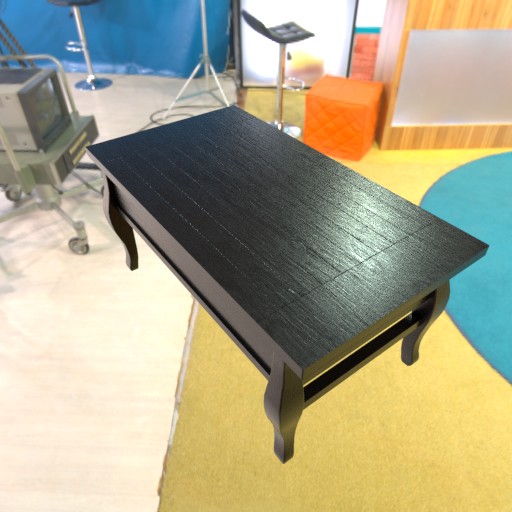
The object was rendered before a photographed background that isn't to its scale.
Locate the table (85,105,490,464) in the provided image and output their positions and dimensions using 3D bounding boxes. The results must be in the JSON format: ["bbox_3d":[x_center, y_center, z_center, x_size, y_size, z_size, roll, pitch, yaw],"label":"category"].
[{"bbox_3d":[0.000,0.000,1.396,0.600,0.494,1.062,-26,47,-27],"label":"table"}]
